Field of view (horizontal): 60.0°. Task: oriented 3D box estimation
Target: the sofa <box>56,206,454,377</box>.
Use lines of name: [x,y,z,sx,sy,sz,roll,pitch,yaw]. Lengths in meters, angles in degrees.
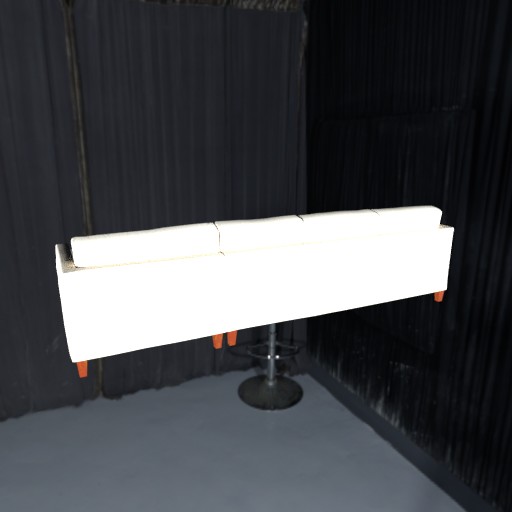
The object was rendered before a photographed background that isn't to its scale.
sofa: [0.000,0.000,4.236,3.471,0.954,1.603,-7,16,-25]
